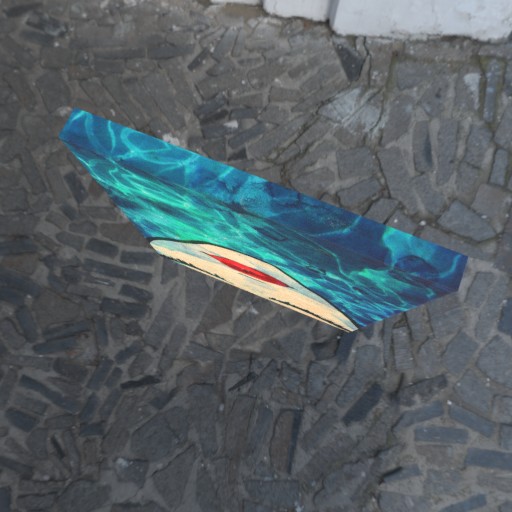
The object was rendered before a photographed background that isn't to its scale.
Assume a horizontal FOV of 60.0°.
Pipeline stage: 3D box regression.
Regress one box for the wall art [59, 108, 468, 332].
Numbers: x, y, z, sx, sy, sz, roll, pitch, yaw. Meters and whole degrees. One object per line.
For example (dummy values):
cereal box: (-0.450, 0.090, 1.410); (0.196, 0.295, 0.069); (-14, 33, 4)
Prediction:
wall art: (0.000, 0.000, 0.693); (0.432, 0.508, 0.038); (22, 77, 5)
